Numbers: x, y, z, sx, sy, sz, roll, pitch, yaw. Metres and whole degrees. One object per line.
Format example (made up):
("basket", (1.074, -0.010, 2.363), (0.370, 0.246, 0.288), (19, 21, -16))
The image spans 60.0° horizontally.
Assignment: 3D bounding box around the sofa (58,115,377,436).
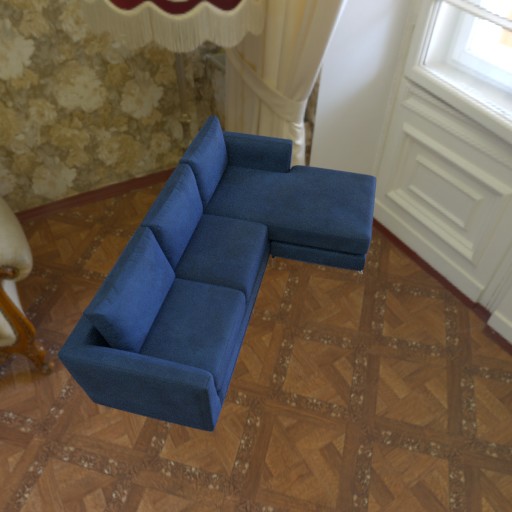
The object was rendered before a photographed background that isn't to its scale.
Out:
("sofa", (0.000, 0.000, 3.246), (1.622, 0.987, 2.438), (10, 47, 10))
